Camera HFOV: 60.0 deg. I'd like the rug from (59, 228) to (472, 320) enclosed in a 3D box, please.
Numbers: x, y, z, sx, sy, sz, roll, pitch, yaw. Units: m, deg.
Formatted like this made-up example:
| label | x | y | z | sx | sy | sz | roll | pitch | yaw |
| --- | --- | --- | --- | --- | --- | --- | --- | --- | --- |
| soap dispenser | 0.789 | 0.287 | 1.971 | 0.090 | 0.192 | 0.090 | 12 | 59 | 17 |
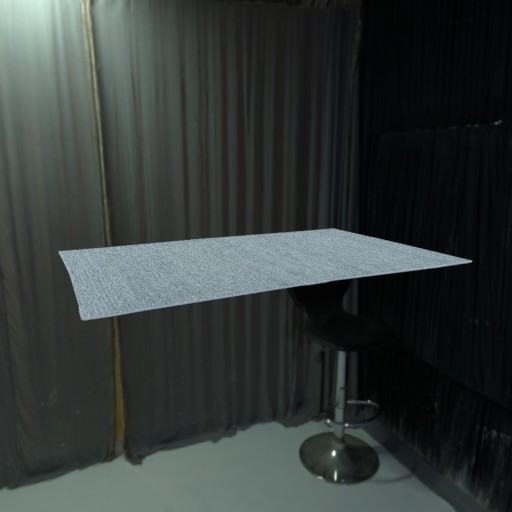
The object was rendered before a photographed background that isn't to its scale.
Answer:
| label | x | y | z | sx | sy | sz | roll | pitch | yaw |
| --- | --- | --- | --- | --- | --- | --- | --- | --- | --- |
| rug | 0.000 | 0.000 | 2.334 | 1.853 | 0.022 | 1.174 | -6 | 14 | -26 |
